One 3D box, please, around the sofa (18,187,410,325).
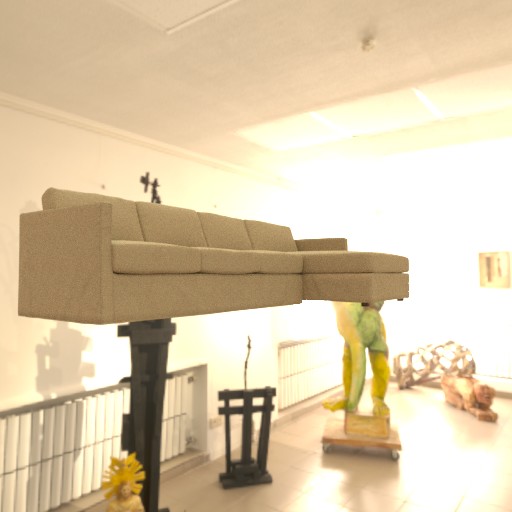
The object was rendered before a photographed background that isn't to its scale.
[{"bbox_3d":[0.000,0.000,3.755,1.622,0.867,3.177,-2,-3,36],"label":"sofa"}]
